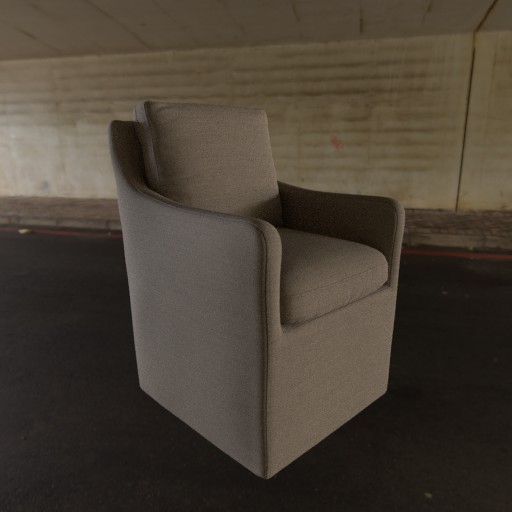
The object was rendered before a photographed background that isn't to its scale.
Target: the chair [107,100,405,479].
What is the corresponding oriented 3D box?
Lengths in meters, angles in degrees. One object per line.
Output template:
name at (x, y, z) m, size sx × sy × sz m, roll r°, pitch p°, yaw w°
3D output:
chair at (0.000, 0.000, 1.373) m, size 0.626 × 0.914 × 0.694 m, roll -14°, pitch 20°, yaw -42°
